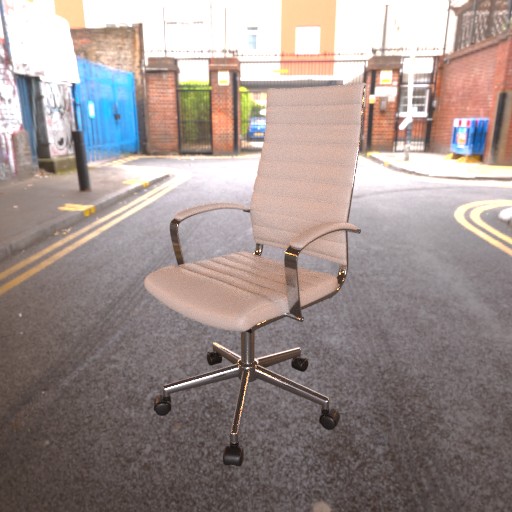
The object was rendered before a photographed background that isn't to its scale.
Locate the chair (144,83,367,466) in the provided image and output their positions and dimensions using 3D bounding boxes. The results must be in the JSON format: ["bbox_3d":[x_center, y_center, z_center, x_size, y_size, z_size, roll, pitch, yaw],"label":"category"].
[{"bbox_3d":[0.000,0.000,1.557,0.679,1.149,0.679,15,23,41],"label":"chair"}]
